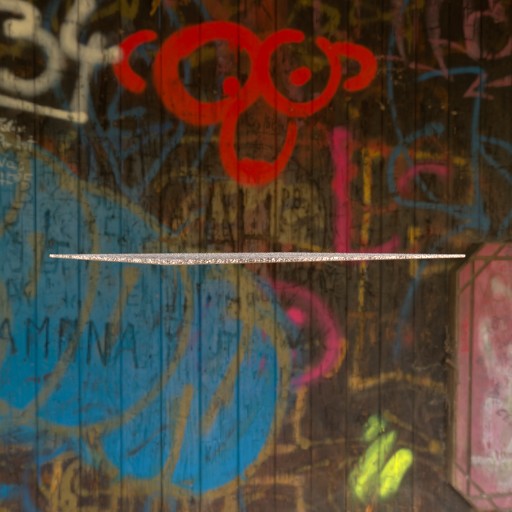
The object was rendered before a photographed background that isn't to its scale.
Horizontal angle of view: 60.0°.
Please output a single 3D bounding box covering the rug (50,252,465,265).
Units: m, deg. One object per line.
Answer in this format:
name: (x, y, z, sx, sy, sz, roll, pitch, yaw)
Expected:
rug: (0.000, 0.000, 4.085, 3.000, 0.025, 2.401, -1, 1, -38)
